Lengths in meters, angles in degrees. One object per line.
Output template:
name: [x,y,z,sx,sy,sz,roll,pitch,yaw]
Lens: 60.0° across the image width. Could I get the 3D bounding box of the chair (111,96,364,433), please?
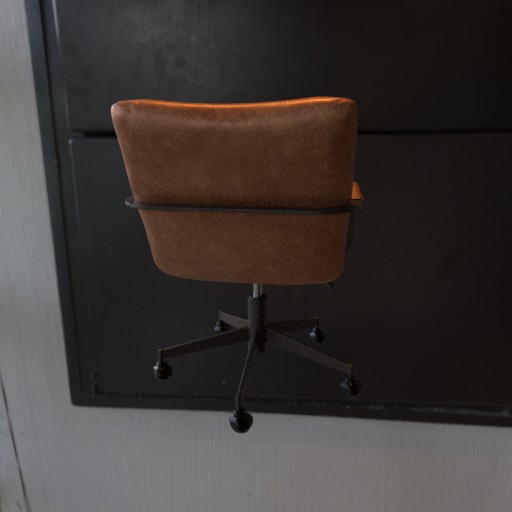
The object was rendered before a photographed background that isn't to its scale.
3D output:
chair: [0.000,0.000,1.451,0.727,0.922,0.754,2,15,9]
